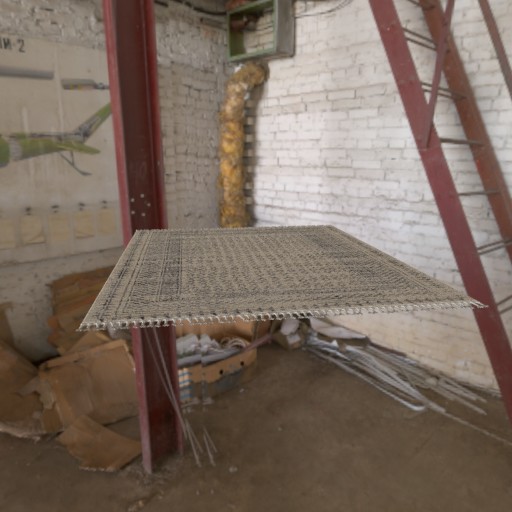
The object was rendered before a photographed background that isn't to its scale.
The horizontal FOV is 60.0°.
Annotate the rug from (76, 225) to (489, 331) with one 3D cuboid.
[{"bbox_3d":[0.000,0.000,3.815,2.312,0.013,2.940,-2,14,-9],"label":"rug"}]
